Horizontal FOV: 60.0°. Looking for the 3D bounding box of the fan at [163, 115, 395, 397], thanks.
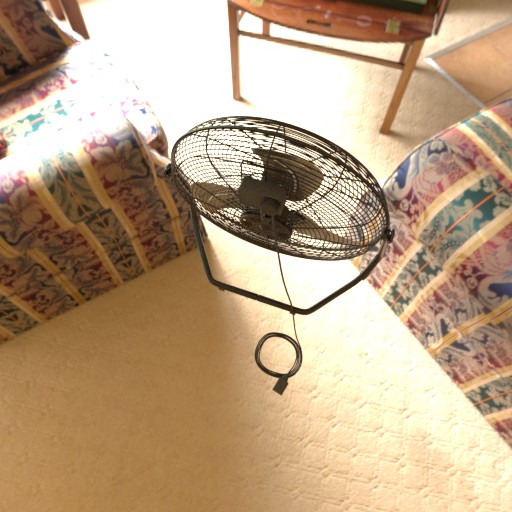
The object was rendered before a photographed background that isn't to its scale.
[{"bbox_3d":[0.000,0.000,0.936,0.555,0.546,0.424,18,64,9],"label":"fan"}]
